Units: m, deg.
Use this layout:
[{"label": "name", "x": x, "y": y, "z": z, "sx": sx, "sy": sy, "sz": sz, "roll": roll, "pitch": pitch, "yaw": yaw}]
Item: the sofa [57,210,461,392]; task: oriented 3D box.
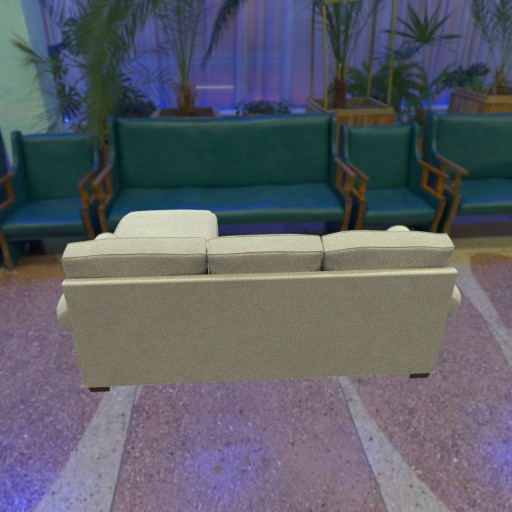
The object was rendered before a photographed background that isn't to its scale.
[{"label": "sofa", "x": 0.000, "y": 0.000, "z": 2.432, "sx": 1.770, "sy": 0.734, "sz": 1.226, "roll": -2, "pitch": 29, "yaw": -3}]
